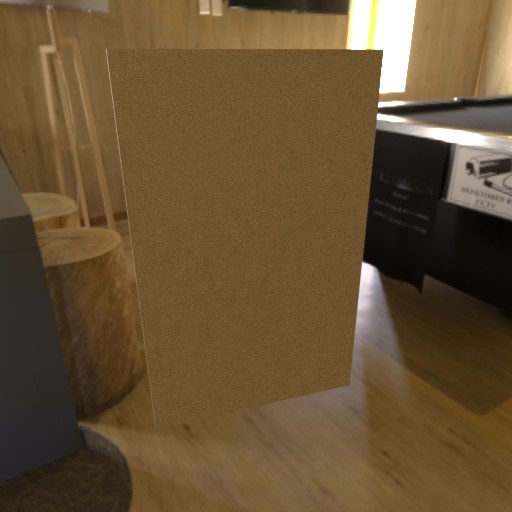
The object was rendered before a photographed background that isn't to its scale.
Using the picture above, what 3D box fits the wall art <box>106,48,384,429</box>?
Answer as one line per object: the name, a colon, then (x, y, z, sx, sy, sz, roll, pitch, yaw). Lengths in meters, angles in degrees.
wall art: (0.000, 0.000, 0.957, 0.510, 0.810, 0.039, -7, 26, -16)
